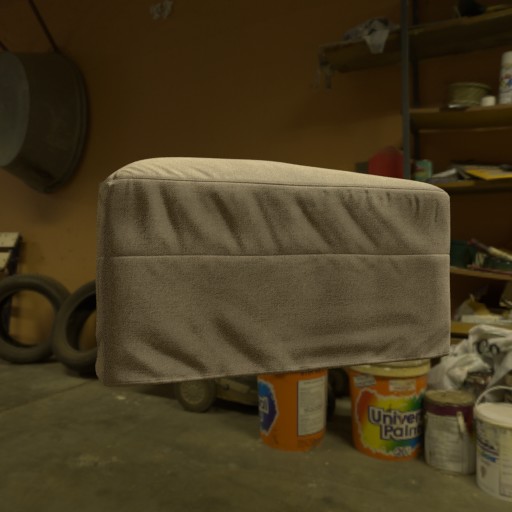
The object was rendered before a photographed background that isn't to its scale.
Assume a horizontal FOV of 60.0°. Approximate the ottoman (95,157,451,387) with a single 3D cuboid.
[{"bbox_3d":[0.000,0.000,1.245,0.837,0.481,0.683,0,1,-17],"label":"ottoman"}]
